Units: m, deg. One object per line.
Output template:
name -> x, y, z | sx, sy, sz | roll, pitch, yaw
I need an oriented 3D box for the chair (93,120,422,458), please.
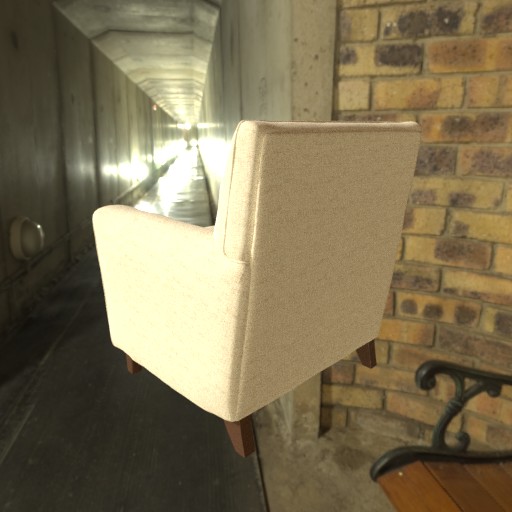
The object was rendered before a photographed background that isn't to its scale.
chair -> 0.000, 0.000, 1.620 | 0.823, 0.943, 0.870 | 16, 23, 43
